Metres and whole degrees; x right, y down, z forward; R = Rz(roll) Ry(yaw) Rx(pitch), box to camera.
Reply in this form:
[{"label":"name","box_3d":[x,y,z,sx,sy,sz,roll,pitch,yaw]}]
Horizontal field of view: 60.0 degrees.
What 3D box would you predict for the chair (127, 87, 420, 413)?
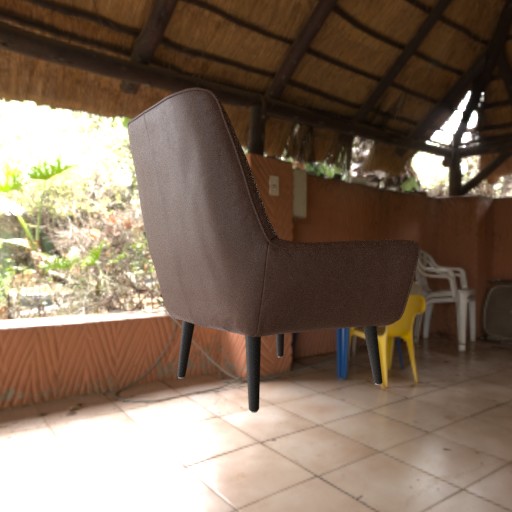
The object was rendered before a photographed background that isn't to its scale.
[{"label":"chair","box_3d":[0.000,0.000,1.542,0.824,0.888,0.787,0,0,-37]}]
